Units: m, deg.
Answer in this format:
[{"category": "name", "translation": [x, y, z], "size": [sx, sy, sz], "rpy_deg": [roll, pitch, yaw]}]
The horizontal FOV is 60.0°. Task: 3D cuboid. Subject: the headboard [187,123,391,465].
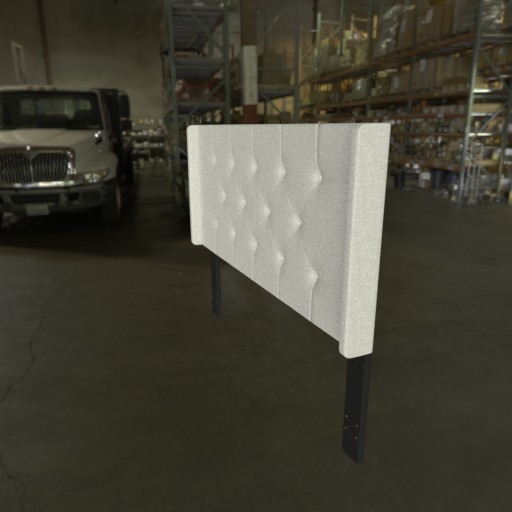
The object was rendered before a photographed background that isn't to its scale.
[{"category": "headboard", "translation": [0.000, 0.000, 2.677], "size": [0.184, 1.524, 2.051], "rpy_deg": [-8, 18, -24]}]
